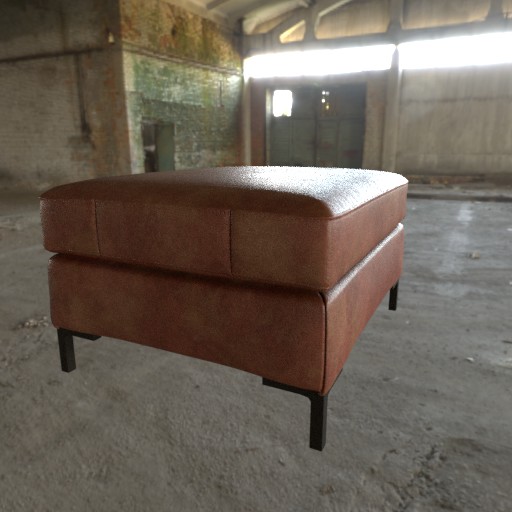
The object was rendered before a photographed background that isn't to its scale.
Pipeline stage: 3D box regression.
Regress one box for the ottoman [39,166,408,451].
[{"bbox_3d":[0.000,0.000,1.737,0.965,0.667,1.186,7,16,26],"label":"ottoman"}]
